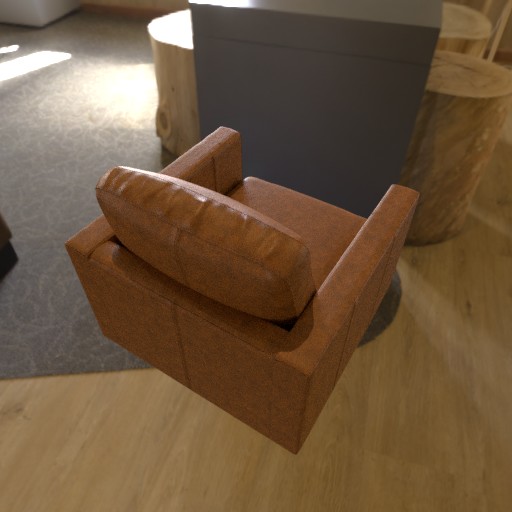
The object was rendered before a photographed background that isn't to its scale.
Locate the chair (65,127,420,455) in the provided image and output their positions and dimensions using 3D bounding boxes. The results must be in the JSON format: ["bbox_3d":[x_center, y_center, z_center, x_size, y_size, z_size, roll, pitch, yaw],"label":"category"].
[{"bbox_3d":[0.000,0.000,1.667,0.890,0.956,0.909,24,50,22],"label":"chair"}]
